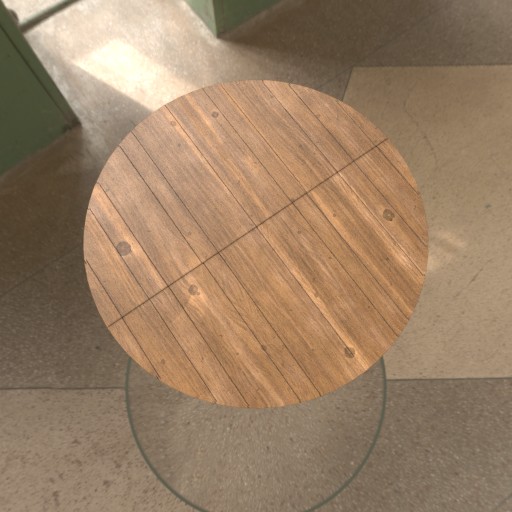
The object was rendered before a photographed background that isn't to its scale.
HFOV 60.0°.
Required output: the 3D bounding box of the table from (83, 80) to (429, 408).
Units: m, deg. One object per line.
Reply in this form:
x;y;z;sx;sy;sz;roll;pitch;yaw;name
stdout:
0.000;0.000;1.935;1.213;0.764;1.213;0;75;0;table
